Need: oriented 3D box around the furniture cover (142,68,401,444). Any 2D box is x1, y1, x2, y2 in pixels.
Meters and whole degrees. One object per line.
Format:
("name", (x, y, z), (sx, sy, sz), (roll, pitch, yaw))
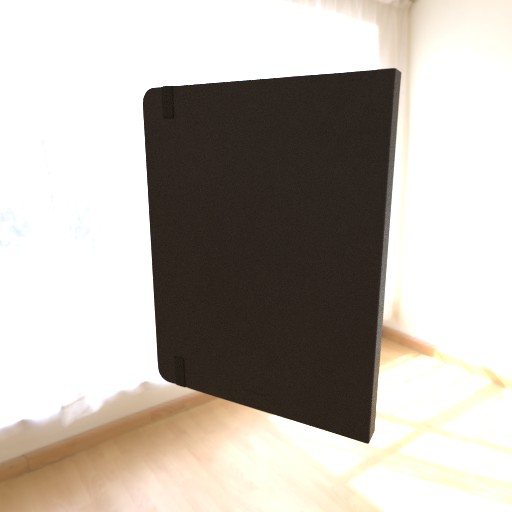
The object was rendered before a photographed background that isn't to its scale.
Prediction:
("furniture cover", (0.000, 0.000, 0.378), (0.216, 0.281, 0.023), (7, 16, 28))
